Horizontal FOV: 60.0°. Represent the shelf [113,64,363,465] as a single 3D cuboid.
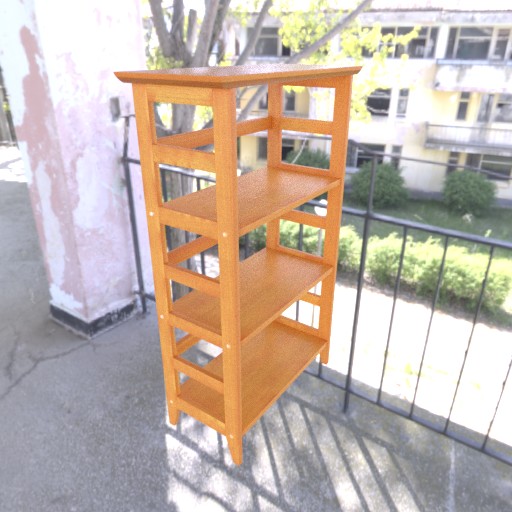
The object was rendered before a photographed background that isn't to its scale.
[{"bbox_3d":[0.000,0.000,1.367,0.305,1.067,0.660,17,30,31],"label":"shelf"}]
